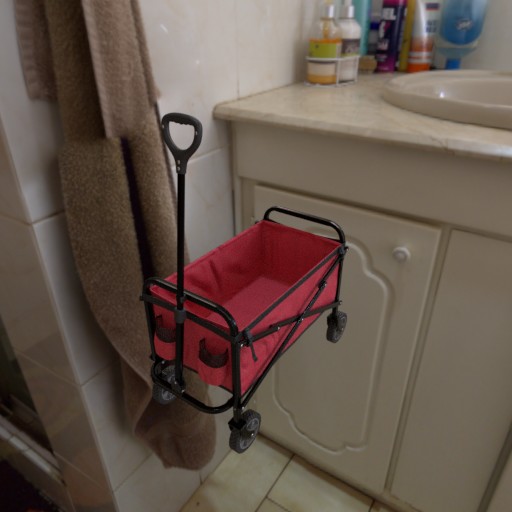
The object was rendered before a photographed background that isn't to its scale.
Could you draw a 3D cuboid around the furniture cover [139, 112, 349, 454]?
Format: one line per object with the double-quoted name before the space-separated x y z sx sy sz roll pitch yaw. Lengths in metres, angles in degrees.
"furniture cover" 0.000 0.000 1.863 0.532 1.295 1.038 20 35 30
